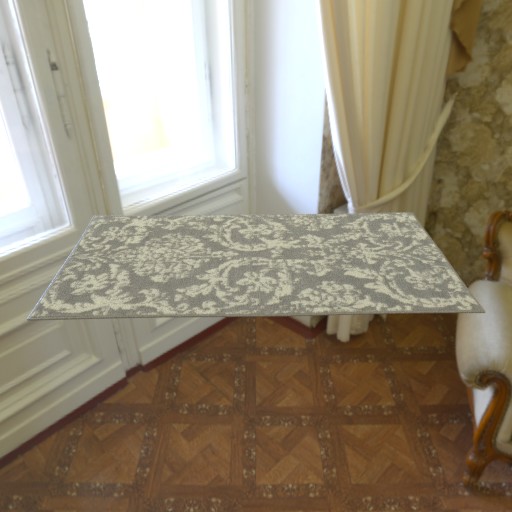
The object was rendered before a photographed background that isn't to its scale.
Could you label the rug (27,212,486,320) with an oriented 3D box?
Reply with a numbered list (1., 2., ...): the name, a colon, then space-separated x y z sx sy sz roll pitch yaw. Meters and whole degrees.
1. rug: 0.000 0.000 1.432 1.219 0.007 0.604 -1 32 -1
